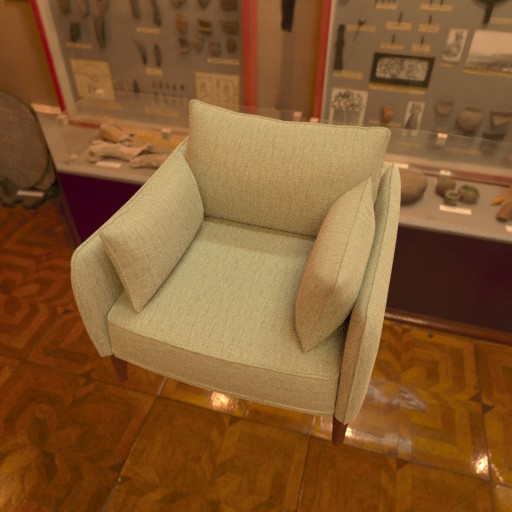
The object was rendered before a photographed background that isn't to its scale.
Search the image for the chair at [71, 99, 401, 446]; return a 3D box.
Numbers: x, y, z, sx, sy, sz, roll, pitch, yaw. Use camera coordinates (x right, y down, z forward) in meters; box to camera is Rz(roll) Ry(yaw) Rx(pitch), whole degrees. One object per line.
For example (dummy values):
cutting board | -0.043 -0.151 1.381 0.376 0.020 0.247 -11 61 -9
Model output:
chair | 0.000 0.000 1.707 0.994 0.855 0.991 12 42 13
